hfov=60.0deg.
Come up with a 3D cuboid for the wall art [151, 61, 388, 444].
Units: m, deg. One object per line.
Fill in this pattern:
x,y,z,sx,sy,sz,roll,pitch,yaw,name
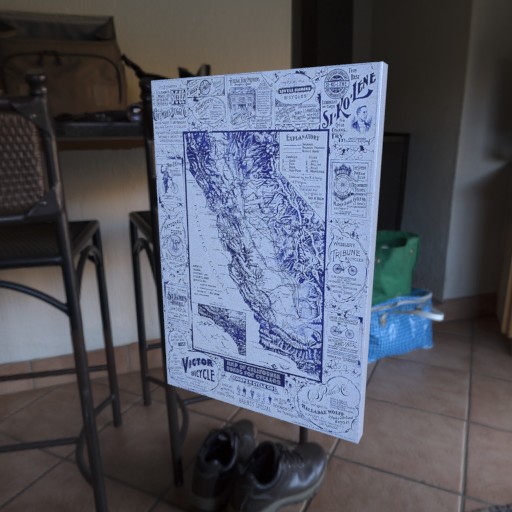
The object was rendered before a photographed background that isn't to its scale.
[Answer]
0.000,0.000,0.980,0.511,0.753,0.039,8,16,27,wall art
